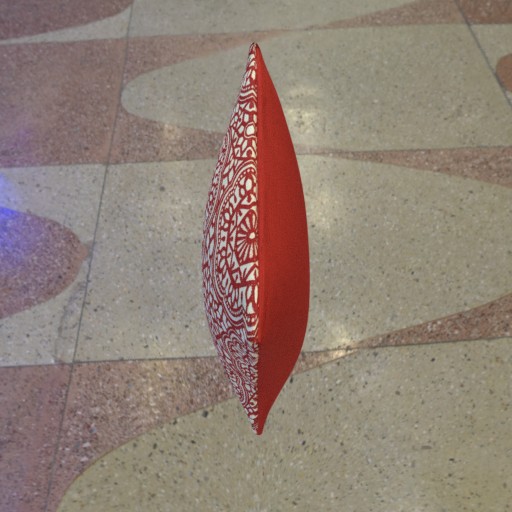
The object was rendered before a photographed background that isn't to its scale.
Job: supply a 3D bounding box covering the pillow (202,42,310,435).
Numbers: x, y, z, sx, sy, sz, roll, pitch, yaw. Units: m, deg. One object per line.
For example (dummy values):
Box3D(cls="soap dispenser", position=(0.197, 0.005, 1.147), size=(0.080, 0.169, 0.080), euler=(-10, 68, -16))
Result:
Box3D(cls="pillow", position=(0.000, 0.000, 0.667), size=(0.162, 0.419, 0.438), euler=(0, 58, 0))
